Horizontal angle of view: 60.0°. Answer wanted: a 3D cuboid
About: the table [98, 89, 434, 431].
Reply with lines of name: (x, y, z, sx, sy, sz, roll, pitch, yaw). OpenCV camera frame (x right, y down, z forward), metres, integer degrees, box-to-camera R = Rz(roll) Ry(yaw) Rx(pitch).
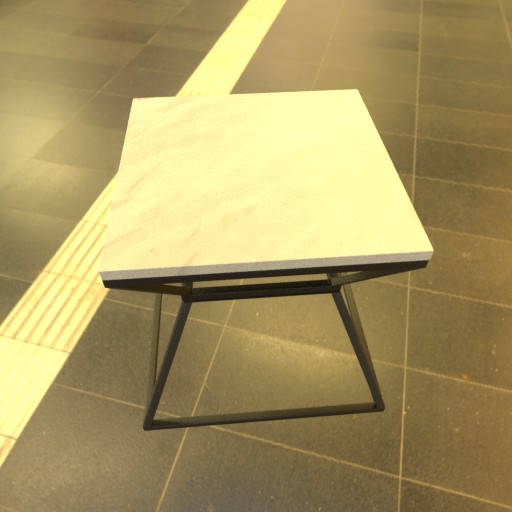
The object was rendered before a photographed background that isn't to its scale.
table: (0.000, 0.000, 0.828, 0.455, 0.431, 0.455, -3, 48, -3)
